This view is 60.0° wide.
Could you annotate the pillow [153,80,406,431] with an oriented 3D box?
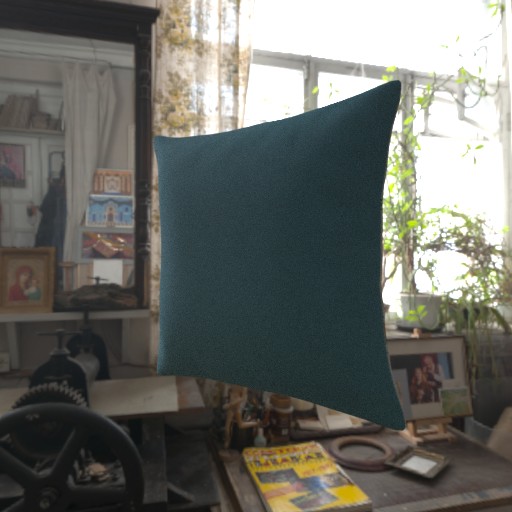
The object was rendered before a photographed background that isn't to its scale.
[{"bbox_3d":[0.000,0.000,0.790,0.526,0.507,0.166,0,0,36],"label":"pillow"}]
